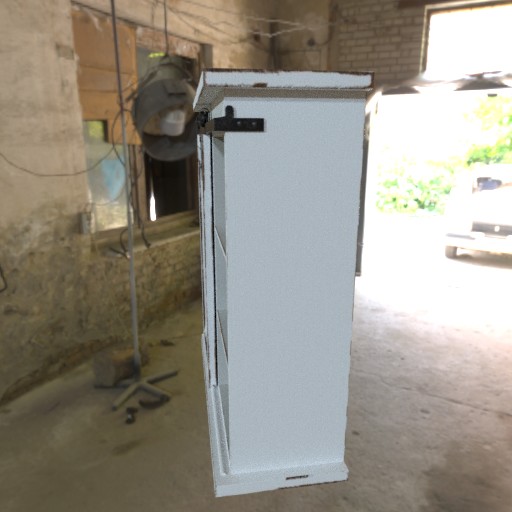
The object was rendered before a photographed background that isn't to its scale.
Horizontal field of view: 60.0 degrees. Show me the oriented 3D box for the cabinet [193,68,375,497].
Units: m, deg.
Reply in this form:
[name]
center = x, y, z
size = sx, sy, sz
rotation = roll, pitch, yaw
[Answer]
[cabinet]
center = 0.000, 0.000, 0.864
size = 0.210, 0.603, 0.541
rotation = -2, 15, -9
